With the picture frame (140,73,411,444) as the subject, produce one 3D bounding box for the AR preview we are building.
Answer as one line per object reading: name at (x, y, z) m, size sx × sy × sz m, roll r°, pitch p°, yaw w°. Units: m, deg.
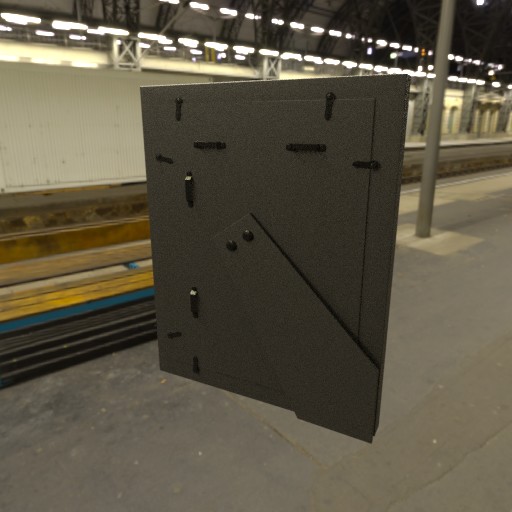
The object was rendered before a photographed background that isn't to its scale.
picture frame at (0.000, 0.000, 0.519) m, size 0.307 × 0.383 × 0.036 m, roll 8°, pitch 19°, yaw 26°
